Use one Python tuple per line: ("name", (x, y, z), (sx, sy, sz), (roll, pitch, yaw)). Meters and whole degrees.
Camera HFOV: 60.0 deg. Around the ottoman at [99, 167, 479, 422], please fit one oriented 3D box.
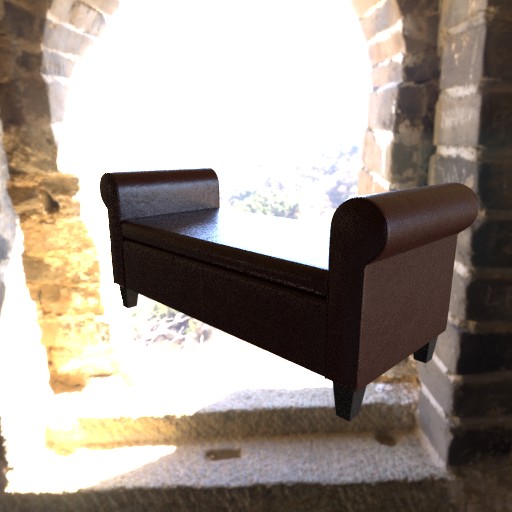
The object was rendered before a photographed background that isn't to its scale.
("ottoman", (0.000, 0.000, 1.542), (0.521, 0.547, 1.256), (-14, 20, -43))
